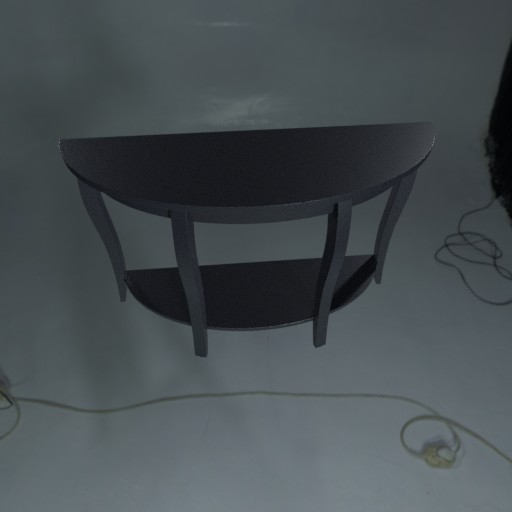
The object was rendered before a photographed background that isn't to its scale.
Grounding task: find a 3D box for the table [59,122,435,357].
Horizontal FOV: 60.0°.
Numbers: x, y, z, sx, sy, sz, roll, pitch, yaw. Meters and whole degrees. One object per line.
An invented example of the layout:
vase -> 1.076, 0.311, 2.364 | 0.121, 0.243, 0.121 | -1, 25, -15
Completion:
table -> 0.000, 0.000, 1.595 | 1.219, 0.780, 0.394 | -4, 46, -4
